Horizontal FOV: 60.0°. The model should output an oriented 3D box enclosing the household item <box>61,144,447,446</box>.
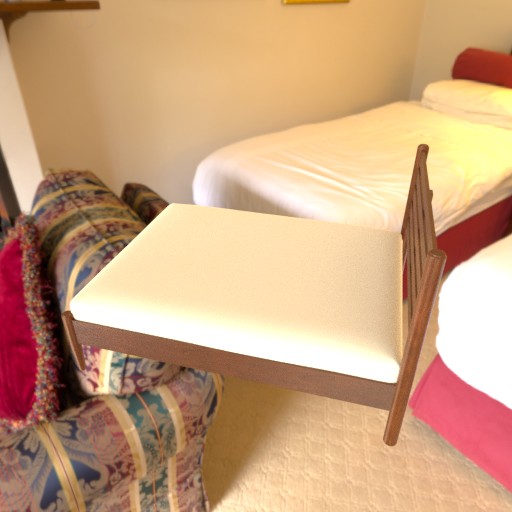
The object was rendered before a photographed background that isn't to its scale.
[{"bbox_3d":[0.000,0.000,3.251,2.232,1.356,1.663,8,33,13],"label":"household item"}]
